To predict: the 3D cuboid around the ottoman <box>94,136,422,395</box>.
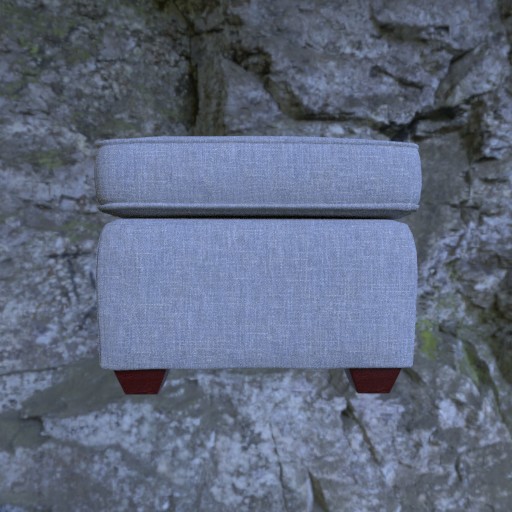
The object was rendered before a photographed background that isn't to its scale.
[{"bbox_3d":[0.000,0.000,1.078,0.559,0.457,0.762,0,1,-1],"label":"ottoman"}]
